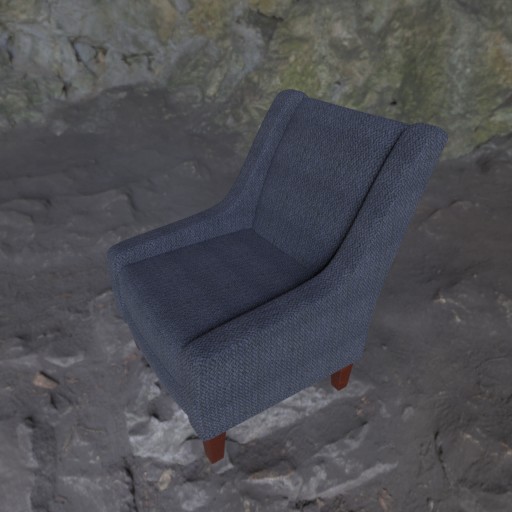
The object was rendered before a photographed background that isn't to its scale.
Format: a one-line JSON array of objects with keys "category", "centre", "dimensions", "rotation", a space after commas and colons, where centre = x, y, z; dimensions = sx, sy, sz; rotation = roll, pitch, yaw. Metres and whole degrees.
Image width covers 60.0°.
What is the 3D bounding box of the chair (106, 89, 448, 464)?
[{"category": "chair", "centre": [0.000, 0.000, 1.681], "dimensions": [0.944, 1.012, 0.793], "rotation": [-19, 36, -28]}]
